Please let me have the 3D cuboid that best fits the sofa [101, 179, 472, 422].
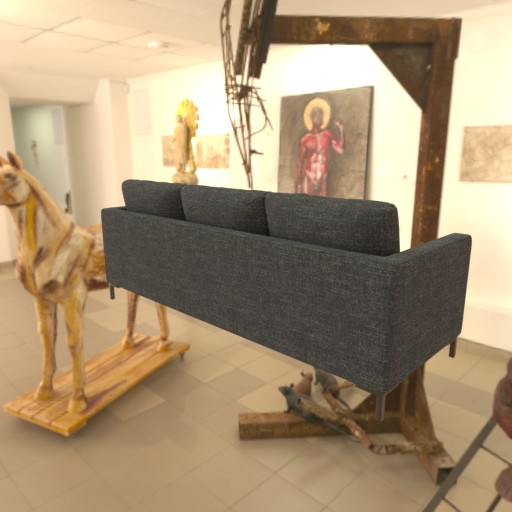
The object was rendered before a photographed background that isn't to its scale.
[{"bbox_3d":[0.000,0.000,2.705,2.218,0.874,0.859,13,19,42],"label":"sofa"}]
